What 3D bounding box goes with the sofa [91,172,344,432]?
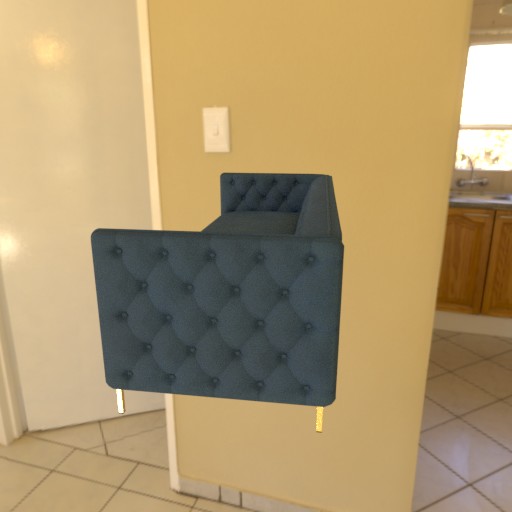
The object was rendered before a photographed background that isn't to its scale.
[{"bbox_3d":[0.000,0.000,2.610,0.895,0.771,2.209,2,16,8],"label":"sofa"}]
